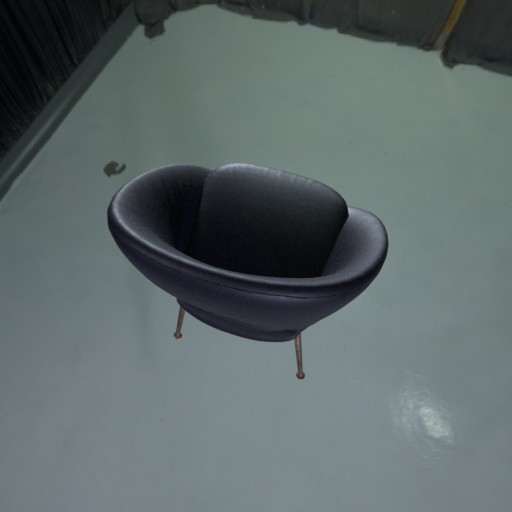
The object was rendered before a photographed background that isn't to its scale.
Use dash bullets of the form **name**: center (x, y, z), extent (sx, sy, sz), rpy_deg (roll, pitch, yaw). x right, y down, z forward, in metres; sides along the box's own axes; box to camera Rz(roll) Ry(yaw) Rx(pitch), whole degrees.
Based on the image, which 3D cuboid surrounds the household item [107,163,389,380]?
- **household item**: center (0.000, 0.000, 1.227), extent (0.623, 0.852, 0.573), rpy_deg (16, 64, 8)
